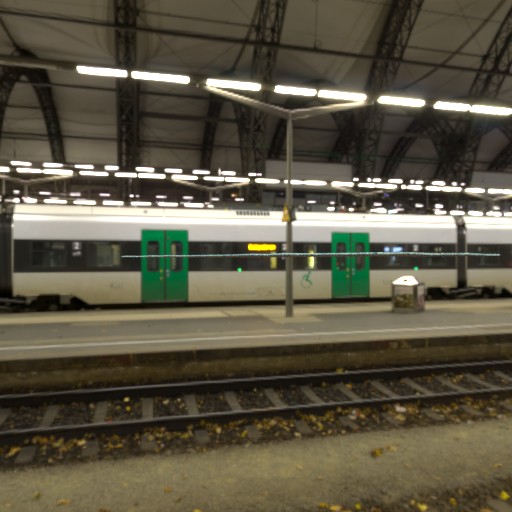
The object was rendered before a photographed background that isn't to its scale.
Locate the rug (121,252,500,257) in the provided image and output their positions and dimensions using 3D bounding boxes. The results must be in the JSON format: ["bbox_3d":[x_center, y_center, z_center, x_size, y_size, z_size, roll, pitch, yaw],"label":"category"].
[{"bbox_3d":[0.000,0.000,2.636,0.801,0.010,2.459,0,0,-36],"label":"rug"}]
